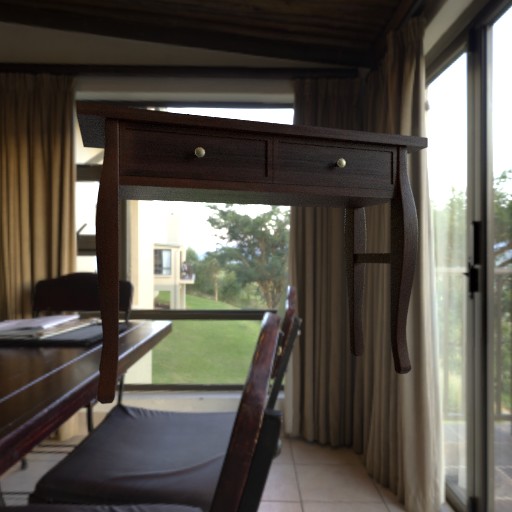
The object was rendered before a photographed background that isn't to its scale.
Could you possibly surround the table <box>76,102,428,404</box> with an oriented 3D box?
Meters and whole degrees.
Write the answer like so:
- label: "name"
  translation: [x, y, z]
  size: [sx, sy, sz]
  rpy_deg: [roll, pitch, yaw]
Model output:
- label: "table"
  translation: [0.000, 0.000, 1.440]
  size: [1.062, 0.768, 0.373]
  rpy_deg: [0, 0, -19]
